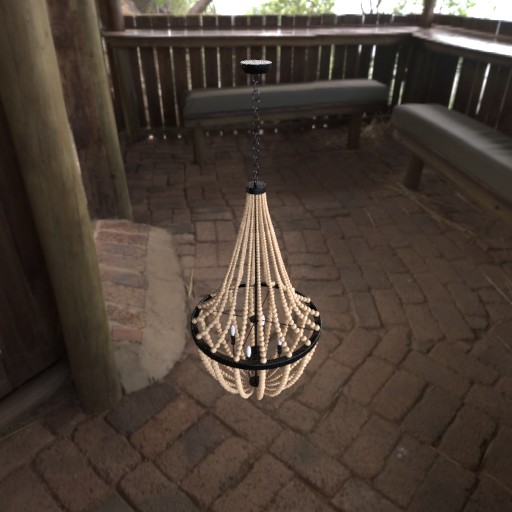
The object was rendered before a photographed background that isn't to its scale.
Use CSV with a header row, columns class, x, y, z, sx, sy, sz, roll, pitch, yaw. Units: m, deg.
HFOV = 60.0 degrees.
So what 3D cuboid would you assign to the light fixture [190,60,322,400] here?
class,x,y,z,sx,sy,sz,roll,pitch,yaw
light fixture,0.000,0.000,1.403,0.450,1.133,0.450,0,31,0
